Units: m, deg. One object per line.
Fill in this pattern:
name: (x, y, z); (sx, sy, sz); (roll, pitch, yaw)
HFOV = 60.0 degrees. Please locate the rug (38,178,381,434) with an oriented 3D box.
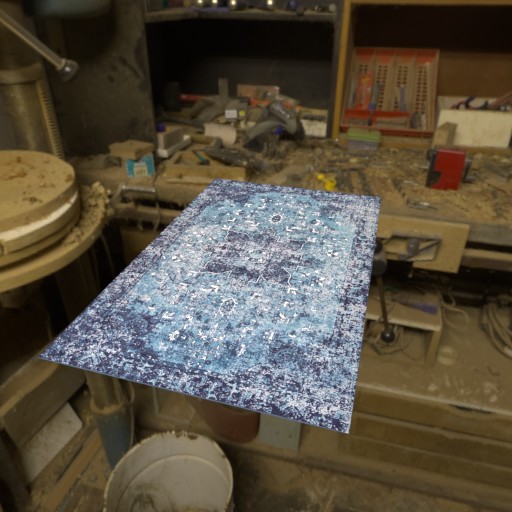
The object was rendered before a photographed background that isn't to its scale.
rug: (0.000, 0.000, 2.991); (1.525, 0.007, 2.440); (9, 33, 14)
